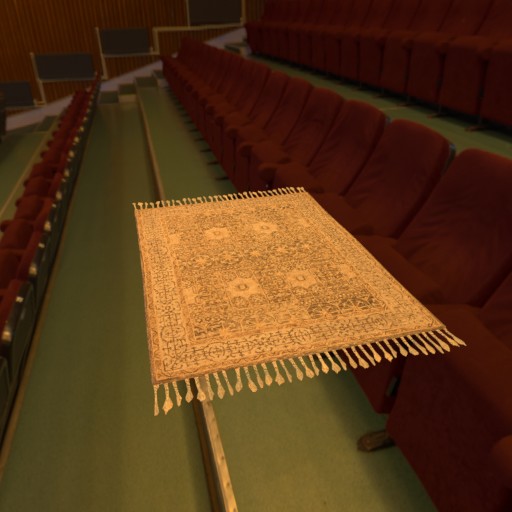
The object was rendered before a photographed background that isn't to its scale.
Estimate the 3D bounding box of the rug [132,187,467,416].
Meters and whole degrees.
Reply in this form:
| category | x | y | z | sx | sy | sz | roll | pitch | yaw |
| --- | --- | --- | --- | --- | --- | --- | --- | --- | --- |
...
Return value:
| category | x | y | z | sx | sy | sz | roll | pitch | yaw |
| --- | --- | --- | --- | --- | --- | --- | --- | --- | --- |
| rug | 0.000 | 0.000 | 3.134 | 1.619 | 0.023 | 2.465 | -8 | 31 | -14 |
